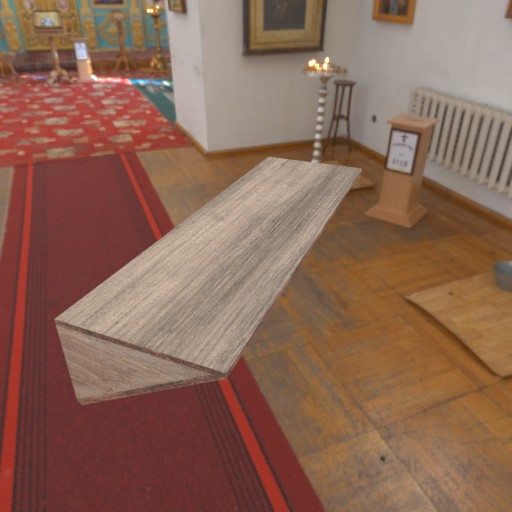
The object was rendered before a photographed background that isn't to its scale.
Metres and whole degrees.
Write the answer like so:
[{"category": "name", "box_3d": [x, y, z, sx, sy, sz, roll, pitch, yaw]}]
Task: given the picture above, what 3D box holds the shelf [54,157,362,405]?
[{"category": "shelf", "box_3d": [0.000, 0.000, 0.703, 0.200, 0.125, 0.610, 12, 32, 20]}]
